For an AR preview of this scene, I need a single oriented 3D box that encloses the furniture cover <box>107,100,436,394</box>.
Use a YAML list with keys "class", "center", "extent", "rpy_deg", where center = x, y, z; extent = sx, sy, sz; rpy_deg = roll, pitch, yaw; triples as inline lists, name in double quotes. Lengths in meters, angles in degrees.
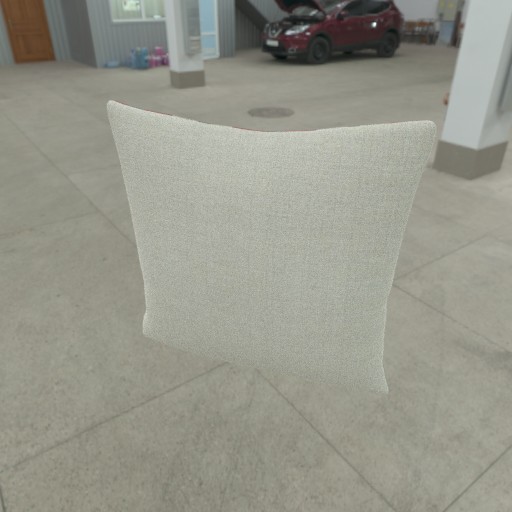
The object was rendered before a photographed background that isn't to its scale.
- class: "furniture cover"
  center: [0.000, 0.000, 0.648]
  extent: [0.435, 0.420, 0.145]
  rpy_deg: [10, 32, 16]
